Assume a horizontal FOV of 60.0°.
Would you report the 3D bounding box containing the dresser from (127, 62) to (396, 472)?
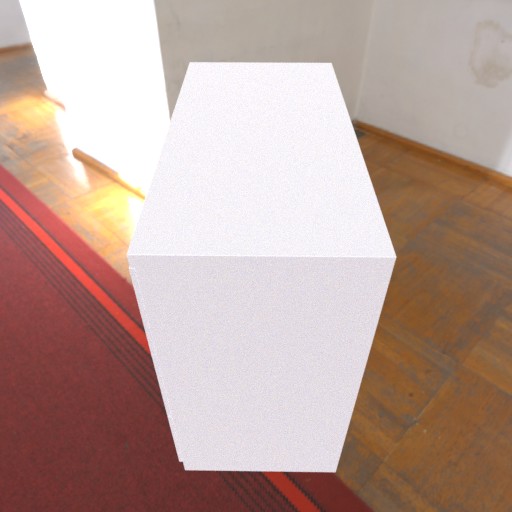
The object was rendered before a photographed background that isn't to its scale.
[{"bbox_3d":[0.000,0.000,1.201,0.420,0.740,0.830,1,42,1],"label":"dresser"}]
